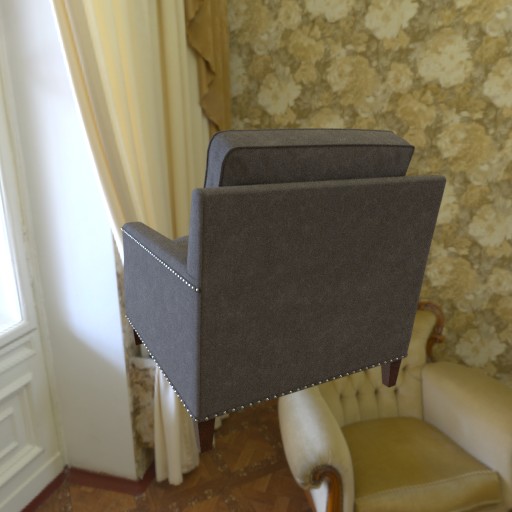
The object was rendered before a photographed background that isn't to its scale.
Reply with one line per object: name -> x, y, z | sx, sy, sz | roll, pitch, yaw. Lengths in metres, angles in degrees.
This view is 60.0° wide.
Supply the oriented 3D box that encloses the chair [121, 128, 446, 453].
chair -> 0.000, 0.000, 1.730 | 0.853, 0.948, 1.014 | -8, 17, -27
